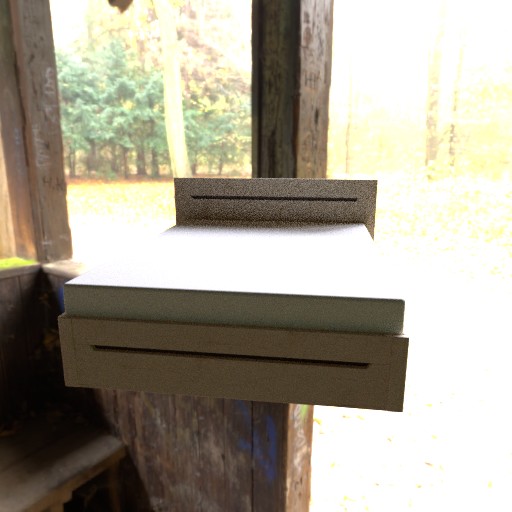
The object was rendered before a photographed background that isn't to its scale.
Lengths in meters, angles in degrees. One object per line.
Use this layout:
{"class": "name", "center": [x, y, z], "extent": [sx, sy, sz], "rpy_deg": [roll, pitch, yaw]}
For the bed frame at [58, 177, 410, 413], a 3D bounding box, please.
{"class": "bed frame", "center": [0.000, 0.000, 3.010], "extent": [1.800, 0.900, 2.080], "rpy_deg": [2, 14, 8]}
